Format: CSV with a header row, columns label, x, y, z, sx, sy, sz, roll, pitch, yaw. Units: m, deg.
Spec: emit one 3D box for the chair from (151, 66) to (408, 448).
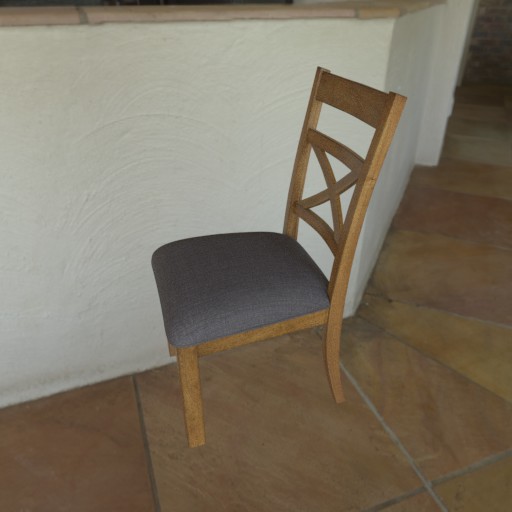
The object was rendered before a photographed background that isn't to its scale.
label,x,y,z,sx,sy,sz,roll,pitch,yaw
chair,0.000,0.000,1.287,0.581,0.949,0.470,-9,32,-15
